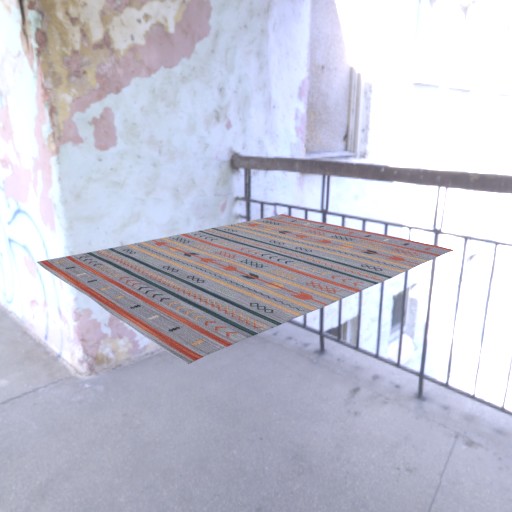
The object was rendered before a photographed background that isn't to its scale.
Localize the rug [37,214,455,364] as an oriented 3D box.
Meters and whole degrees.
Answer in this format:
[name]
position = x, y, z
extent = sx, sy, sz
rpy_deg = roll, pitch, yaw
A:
[rug]
position = 0.000, 0.000, 3.965
extent = 3.029, 0.022, 2.263
rpy_deg = -15, 22, -41
